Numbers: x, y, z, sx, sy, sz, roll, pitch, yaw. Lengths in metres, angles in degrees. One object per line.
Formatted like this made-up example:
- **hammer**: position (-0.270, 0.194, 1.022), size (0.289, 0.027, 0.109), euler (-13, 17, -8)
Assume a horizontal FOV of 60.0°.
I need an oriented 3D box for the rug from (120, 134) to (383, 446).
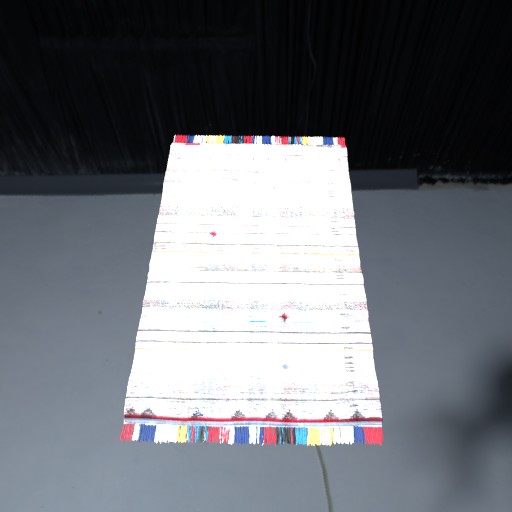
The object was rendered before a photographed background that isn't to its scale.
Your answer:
- **rug**: position (0.000, 0.000, 3.077), size (1.465, 0.012, 2.465), euler (1, 56, 1)
